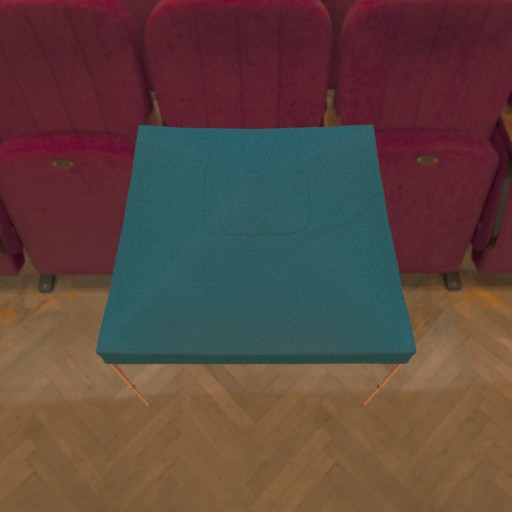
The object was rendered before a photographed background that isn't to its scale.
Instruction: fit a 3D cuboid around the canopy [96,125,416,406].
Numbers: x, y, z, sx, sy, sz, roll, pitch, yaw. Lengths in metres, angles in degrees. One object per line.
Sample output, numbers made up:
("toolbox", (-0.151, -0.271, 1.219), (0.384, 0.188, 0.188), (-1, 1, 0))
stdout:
("canopy", (0.000, 0.000, 5.490), (2.998, 2.997, 2.996), (0, 59, 0))
